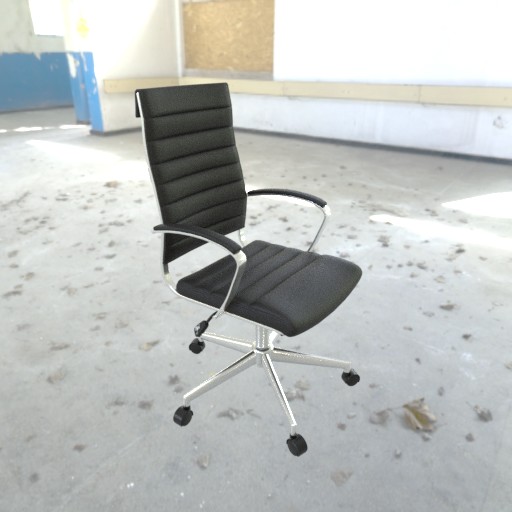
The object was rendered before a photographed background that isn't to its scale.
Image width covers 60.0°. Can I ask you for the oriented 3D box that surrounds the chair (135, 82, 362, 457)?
[{"bbox_3d":[0.000,0.000,1.629,0.739,1.149,0.766,17,30,33],"label":"chair"}]
